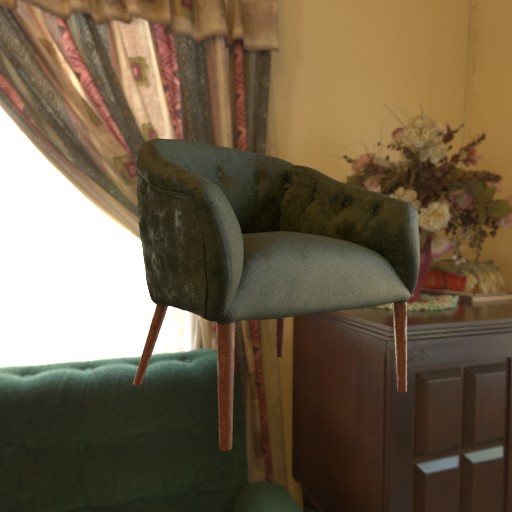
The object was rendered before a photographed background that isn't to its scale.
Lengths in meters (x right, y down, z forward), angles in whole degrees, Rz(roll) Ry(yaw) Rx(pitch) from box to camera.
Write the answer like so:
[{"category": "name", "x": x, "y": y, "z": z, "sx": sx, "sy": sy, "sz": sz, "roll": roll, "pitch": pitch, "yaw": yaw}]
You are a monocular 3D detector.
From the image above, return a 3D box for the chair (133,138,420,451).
[{"category": "chair", "x": 0.000, "y": 0.000, "z": 1.511, "sx": 0.851, "sy": 0.885, "sz": 0.776, "roll": -1, "pitch": 1, "yaw": -37}]
